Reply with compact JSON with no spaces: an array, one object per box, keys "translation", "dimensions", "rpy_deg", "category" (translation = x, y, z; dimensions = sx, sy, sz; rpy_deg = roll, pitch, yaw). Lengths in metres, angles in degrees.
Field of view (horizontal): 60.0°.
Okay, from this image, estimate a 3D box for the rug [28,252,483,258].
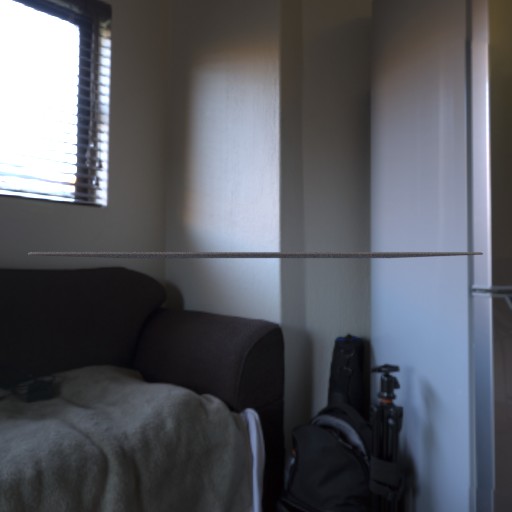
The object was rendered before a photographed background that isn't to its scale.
[{"translation":[0.000,0.000,2.800],"dimensions":[2.115,0.013,1.517],"rpy_deg":[0,-1,1],"category":"rug"}]
